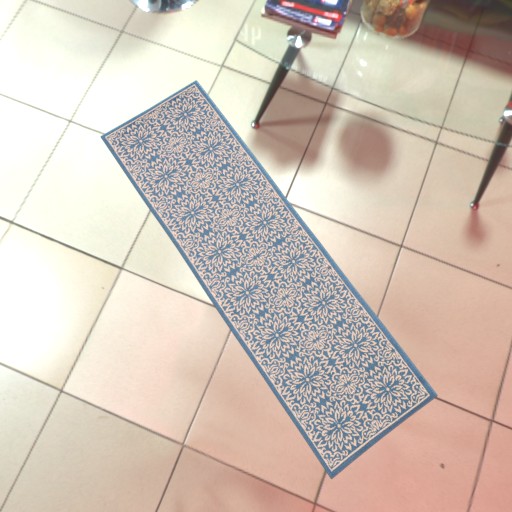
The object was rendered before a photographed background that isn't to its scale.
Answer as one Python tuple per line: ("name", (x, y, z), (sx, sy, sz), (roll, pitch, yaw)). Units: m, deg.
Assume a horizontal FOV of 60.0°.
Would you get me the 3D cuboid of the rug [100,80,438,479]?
("rug", (0.000, 0.000, 2.370), (0.662, 0.011, 2.196), (-34, 78, -8))
